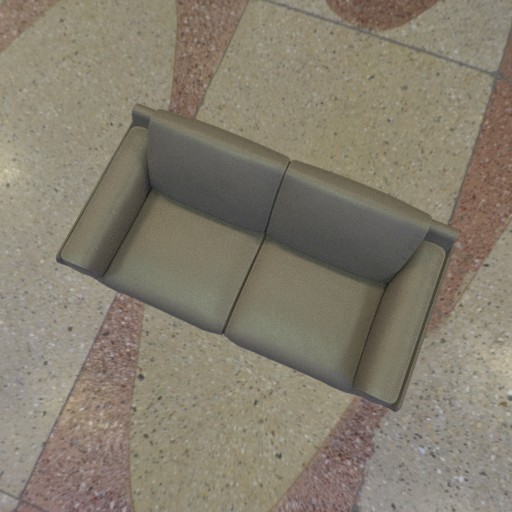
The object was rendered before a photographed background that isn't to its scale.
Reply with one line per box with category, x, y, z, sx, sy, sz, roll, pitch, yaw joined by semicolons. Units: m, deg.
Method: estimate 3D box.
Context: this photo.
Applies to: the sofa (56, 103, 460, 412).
sofa;0.000;0.000;2.669;2.101;0.930;1.049;23;76;6
